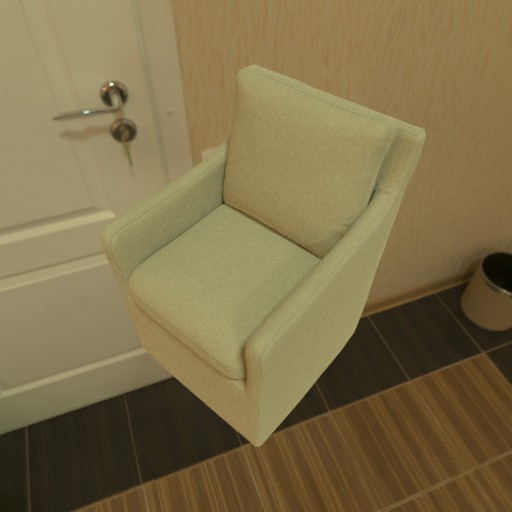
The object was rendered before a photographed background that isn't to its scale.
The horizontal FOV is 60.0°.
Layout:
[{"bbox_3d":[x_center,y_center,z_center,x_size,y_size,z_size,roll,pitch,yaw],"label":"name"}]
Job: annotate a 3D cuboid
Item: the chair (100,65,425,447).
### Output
[{"bbox_3d":[0.000,0.000,1.384,0.626,0.914,0.694,32,55,26],"label":"chair"}]
